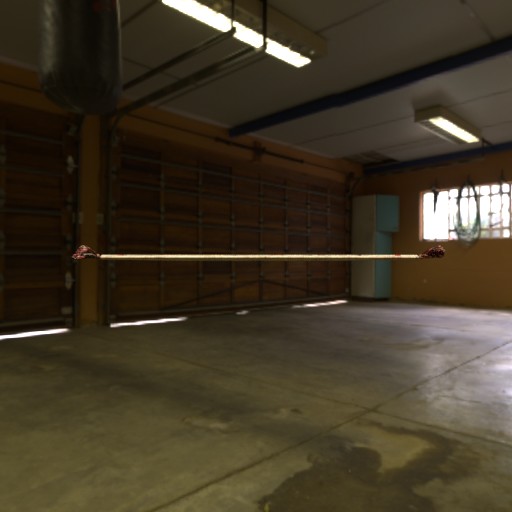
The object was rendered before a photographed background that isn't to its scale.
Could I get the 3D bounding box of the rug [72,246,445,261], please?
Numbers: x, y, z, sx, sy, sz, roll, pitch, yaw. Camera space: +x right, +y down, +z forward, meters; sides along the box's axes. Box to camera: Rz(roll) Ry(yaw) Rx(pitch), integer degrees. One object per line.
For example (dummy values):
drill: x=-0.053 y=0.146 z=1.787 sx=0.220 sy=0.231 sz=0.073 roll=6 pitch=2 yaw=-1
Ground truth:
rug: x=0.000 y=0.000 z=3.321 sx=1.741 sy=0.066 sz=2.672 roll=0 pitch=-1 yaw=-1
